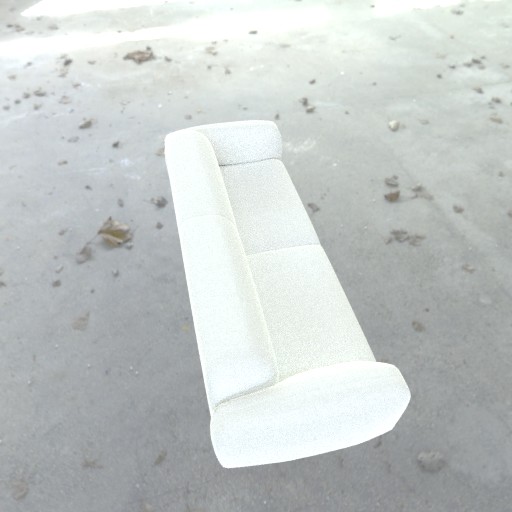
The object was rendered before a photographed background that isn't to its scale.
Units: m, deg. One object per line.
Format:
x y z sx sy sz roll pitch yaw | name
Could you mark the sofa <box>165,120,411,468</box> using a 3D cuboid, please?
0.000 0.000 2.652 0.870 0.780 2.280 -10 48 -9 | sofa
